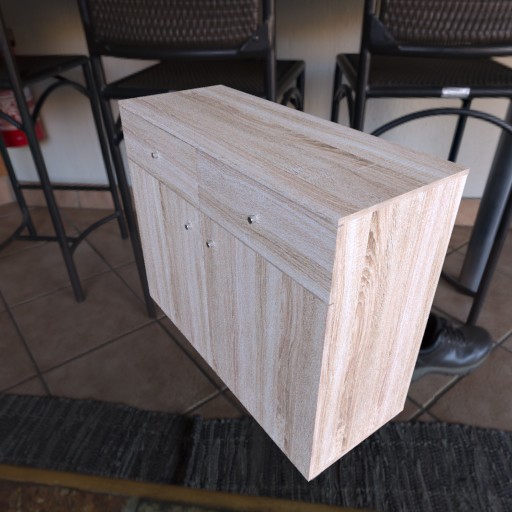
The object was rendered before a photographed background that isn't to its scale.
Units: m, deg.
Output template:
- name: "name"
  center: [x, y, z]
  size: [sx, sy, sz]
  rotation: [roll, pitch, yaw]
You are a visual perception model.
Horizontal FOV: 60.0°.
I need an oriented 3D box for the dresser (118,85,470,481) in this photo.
- name: "dresser"
  center: [0.000, 0.000, 1.552]
  size: [0.450, 0.900, 1.100]
  rotation: [-22, 39, -30]
